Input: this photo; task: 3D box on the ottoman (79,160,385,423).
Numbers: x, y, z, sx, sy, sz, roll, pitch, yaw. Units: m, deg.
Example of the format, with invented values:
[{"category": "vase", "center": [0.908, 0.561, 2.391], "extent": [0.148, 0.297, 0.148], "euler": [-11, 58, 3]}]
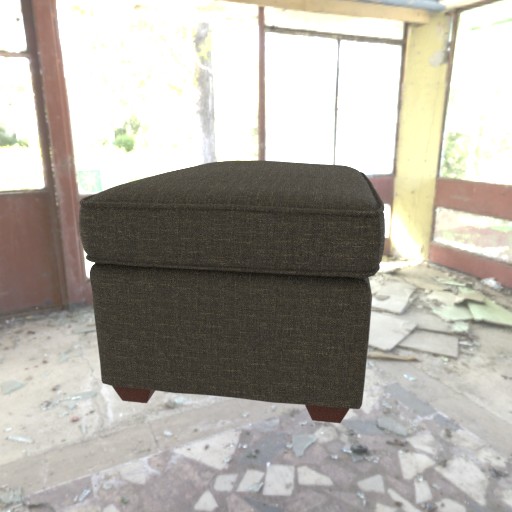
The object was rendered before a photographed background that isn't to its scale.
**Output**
[{"category": "ottoman", "center": [0.000, 0.000, 1.117], "extent": [0.549, 0.450, 0.749], "euler": [3, 16, 9]}]
